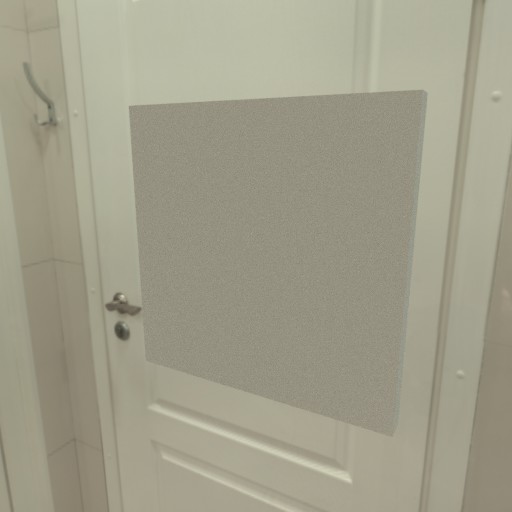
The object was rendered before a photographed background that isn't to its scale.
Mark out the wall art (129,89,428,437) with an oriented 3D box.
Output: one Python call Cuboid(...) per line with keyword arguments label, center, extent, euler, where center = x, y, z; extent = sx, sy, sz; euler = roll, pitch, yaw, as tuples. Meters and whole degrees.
Cuboid(label="wall art", center=(0.000, 0.000, 0.532), extent=(0.355, 0.355, 0.027), euler=(8, 16, 28))
